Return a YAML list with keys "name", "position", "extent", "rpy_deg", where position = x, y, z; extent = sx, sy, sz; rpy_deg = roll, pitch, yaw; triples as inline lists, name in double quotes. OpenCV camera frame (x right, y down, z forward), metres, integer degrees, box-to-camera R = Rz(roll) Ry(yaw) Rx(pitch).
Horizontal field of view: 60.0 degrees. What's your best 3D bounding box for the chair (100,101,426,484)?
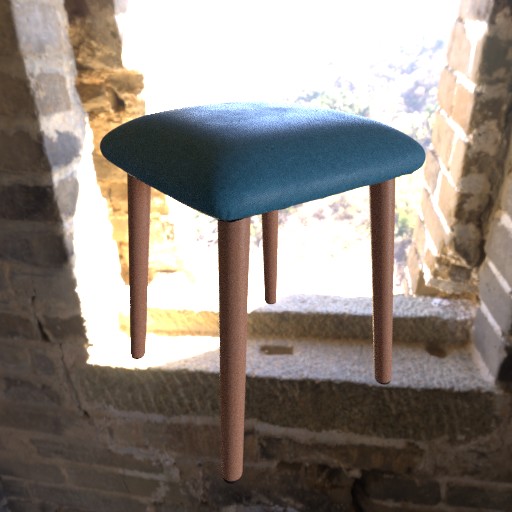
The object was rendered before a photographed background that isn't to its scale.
- name: "chair"
  position: [0.000, 0.000, 0.704]
  extent: [0.360, 0.450, 0.360]
  rpy_deg: [-18, 32, -32]
